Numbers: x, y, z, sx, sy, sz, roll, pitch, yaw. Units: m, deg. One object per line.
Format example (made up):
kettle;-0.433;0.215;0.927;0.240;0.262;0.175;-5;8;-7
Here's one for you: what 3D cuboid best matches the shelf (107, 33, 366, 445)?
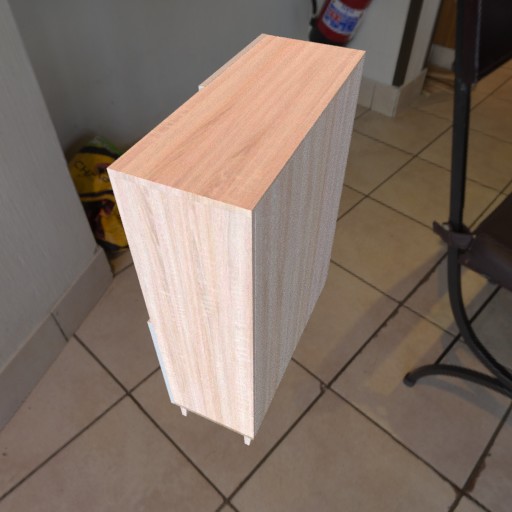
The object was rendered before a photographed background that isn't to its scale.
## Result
shelf;0.000;0.000;1.870;0.434;1.405;0.995;18;48;17
